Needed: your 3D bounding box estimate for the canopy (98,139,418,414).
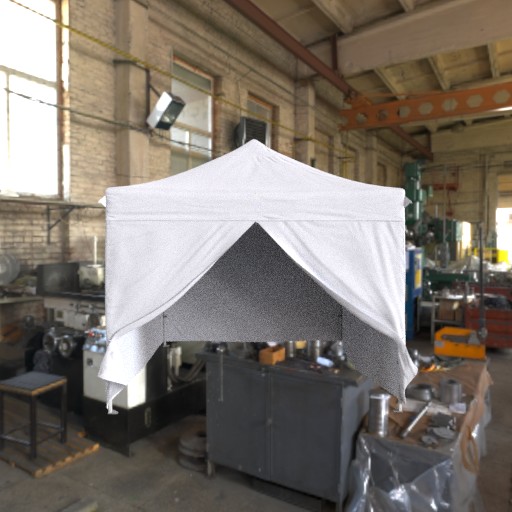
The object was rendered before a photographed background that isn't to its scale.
[{"bbox_3d":[0.000,0.000,5.677,3.043,2.997,3.121,0,2,-1],"label":"canopy"}]
